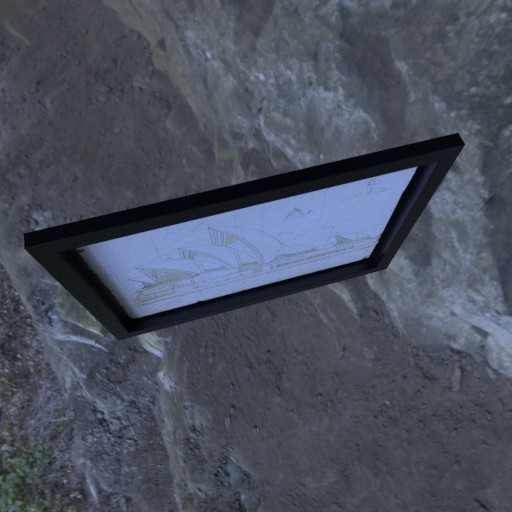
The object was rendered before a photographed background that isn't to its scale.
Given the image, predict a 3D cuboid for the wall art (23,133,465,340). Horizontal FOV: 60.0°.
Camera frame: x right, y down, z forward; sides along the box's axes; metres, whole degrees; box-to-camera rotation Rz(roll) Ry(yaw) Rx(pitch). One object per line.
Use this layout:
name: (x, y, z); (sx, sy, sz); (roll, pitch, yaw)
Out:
wall art: (0.000, 0.000, 0.847); (0.657, 0.458, 0.027); (-14, 65, -7)
